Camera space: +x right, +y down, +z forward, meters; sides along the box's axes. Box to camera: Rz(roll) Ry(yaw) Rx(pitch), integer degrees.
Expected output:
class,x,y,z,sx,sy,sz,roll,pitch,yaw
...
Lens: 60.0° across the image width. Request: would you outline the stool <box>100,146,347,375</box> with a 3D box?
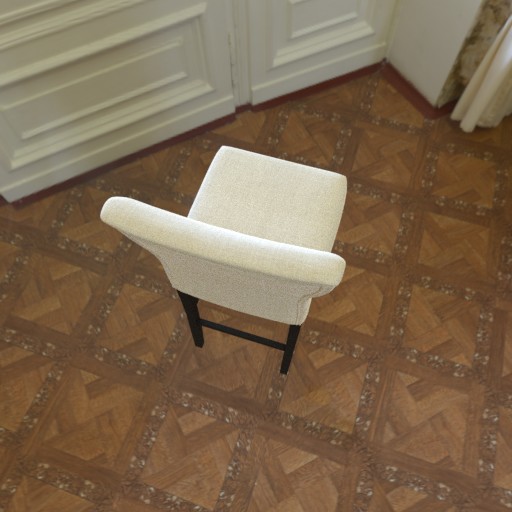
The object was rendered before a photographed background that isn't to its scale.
class,x,y,z,sx,sy,sz,roll,pitch,yaw
stool,0.000,0.000,1.483,0.516,1.124,0.603,16,64,8
